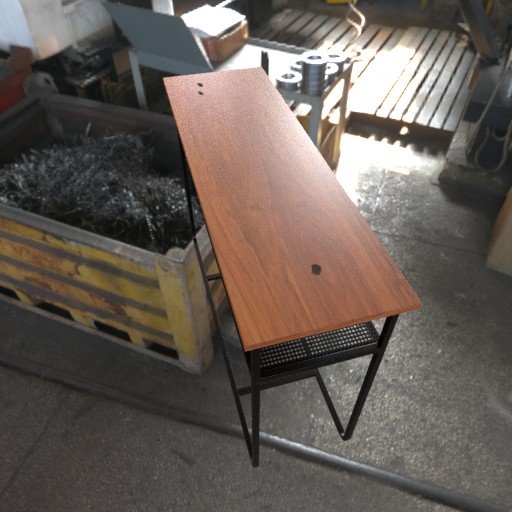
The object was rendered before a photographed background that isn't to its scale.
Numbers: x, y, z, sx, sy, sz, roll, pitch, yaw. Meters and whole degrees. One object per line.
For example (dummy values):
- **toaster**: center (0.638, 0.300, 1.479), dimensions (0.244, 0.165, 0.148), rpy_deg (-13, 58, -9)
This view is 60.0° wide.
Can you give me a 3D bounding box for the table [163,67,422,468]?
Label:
- **table**: center (0.000, 0.000, 1.450), dimensions (0.350, 0.750, 1.100), rpy_deg (-12, 47, -11)
